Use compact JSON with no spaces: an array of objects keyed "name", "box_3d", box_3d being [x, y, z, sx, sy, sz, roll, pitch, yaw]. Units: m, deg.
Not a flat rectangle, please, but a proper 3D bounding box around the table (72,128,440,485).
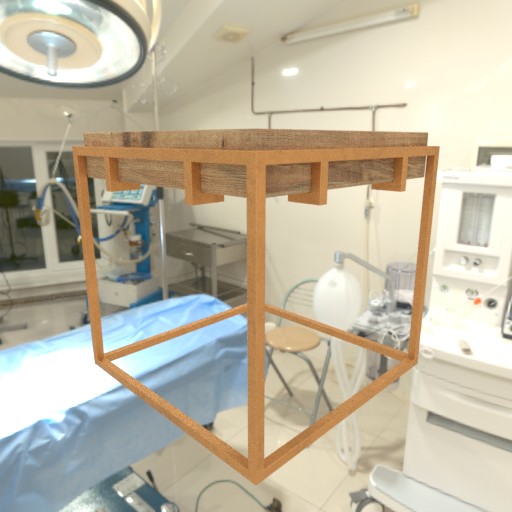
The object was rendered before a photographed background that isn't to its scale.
[{"name":"table","box_3d":[0.000,0.000,1.088,0.599,0.584,0.599,14,20,43]}]
